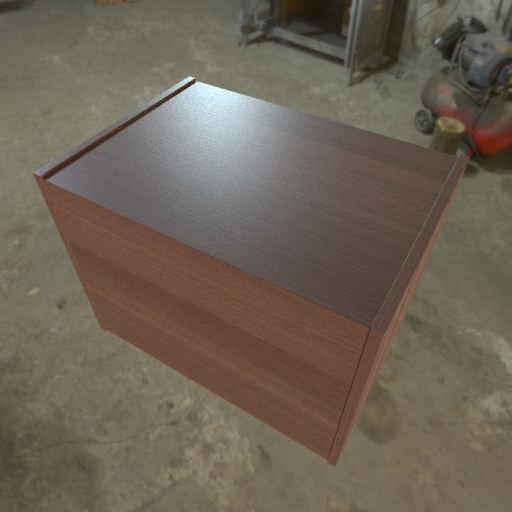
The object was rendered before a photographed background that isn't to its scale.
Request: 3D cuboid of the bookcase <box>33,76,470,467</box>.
[{"bbox_3d":[0.000,0.000,0.622,0.415,0.305,0.290,24,51,21],"label":"bookcase"}]
